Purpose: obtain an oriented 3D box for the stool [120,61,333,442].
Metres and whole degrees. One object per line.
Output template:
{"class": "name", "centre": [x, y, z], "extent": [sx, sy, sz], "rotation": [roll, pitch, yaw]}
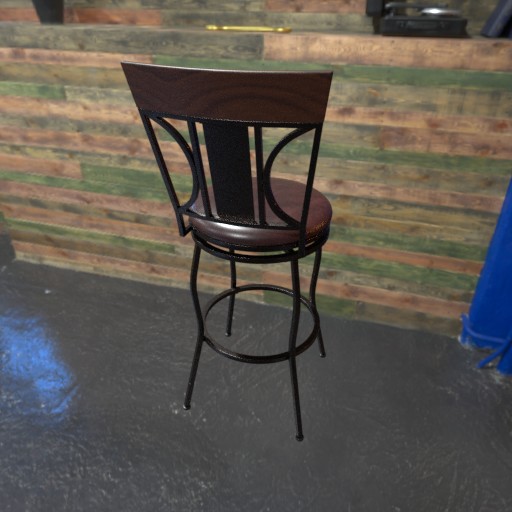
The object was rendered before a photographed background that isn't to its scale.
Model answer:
{"class": "stool", "centre": [0.000, 0.000, 1.349], "extent": [0.448, 1.130, 0.513], "rotation": [9, 32, 15]}
